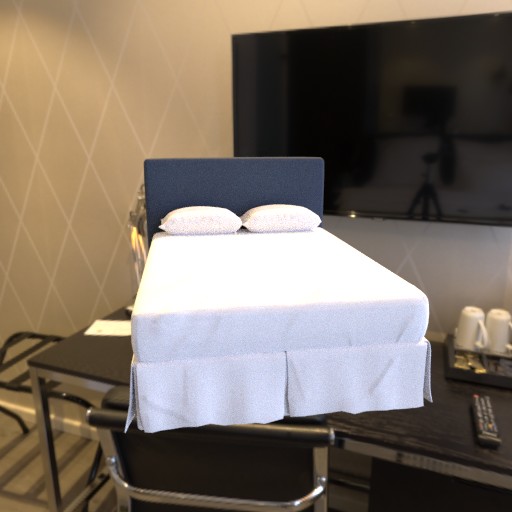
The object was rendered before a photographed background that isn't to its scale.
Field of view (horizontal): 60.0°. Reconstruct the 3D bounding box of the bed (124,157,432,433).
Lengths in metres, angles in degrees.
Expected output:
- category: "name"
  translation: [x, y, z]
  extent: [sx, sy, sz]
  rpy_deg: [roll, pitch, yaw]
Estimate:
- category: "bed"
  translation: [0.000, 0.000, 3.236]
  extent: [1.713, 1.330, 2.162]
  rpy_deg: [-2, 15, -9]
